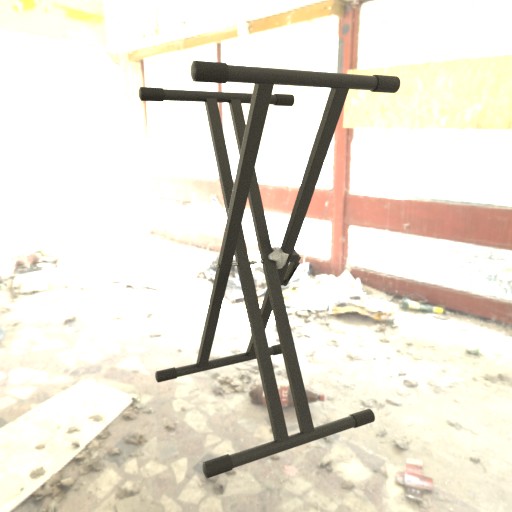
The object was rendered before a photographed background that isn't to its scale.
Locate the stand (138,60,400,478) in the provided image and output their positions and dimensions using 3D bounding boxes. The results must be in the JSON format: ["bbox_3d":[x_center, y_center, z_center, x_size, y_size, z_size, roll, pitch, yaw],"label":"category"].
[{"bbox_3d":[0.000,0.000,1.224,0.495,0.900,0.503,-7,16,-25],"label":"stand"}]
